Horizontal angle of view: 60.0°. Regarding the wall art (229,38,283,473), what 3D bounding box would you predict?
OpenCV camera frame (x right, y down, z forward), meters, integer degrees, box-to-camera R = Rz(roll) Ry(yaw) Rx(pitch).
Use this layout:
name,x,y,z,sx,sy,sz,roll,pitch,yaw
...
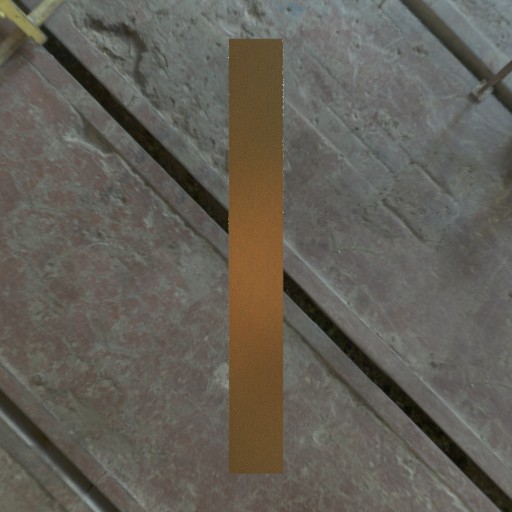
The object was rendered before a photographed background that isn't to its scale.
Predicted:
name,x,y,z,sx,sy,sz,roll,pitch,yaw
wall art,0.000,0.000,0.462,0.038,0.304,0.304,0,90,0
